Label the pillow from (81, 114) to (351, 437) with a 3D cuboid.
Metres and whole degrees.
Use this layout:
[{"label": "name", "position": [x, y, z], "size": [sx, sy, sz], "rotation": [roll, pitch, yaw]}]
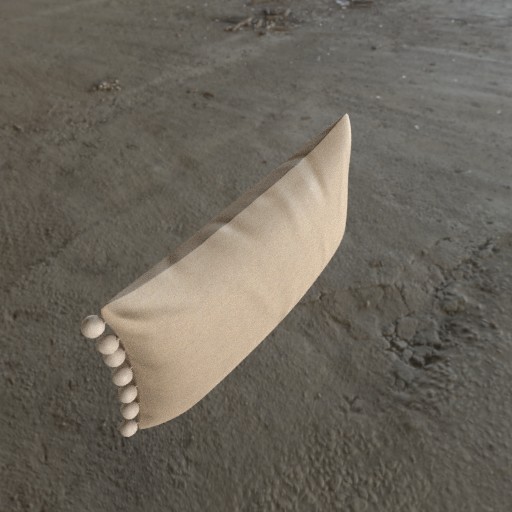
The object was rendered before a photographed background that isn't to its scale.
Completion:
[{"label": "pillow", "position": [0.000, 0.000, 0.835], "size": [0.201, 0.322, 0.709], "rotation": [26, 48, 26]}]
